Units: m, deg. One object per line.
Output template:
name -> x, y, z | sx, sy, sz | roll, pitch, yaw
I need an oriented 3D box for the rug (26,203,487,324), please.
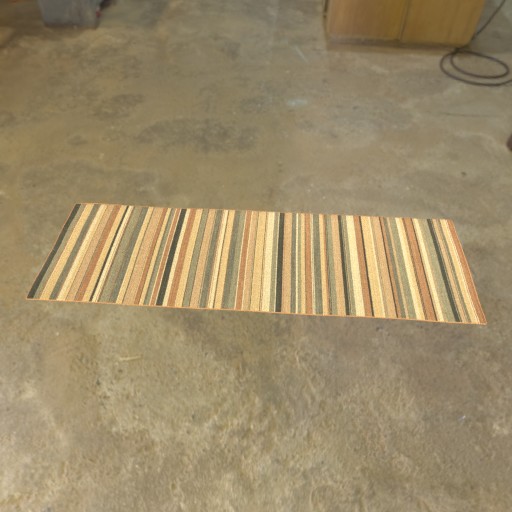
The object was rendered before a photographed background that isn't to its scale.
rug -> 0.000, 0.000, 2.603 | 2.444, 0.010, 0.799 | 3, 47, 3
